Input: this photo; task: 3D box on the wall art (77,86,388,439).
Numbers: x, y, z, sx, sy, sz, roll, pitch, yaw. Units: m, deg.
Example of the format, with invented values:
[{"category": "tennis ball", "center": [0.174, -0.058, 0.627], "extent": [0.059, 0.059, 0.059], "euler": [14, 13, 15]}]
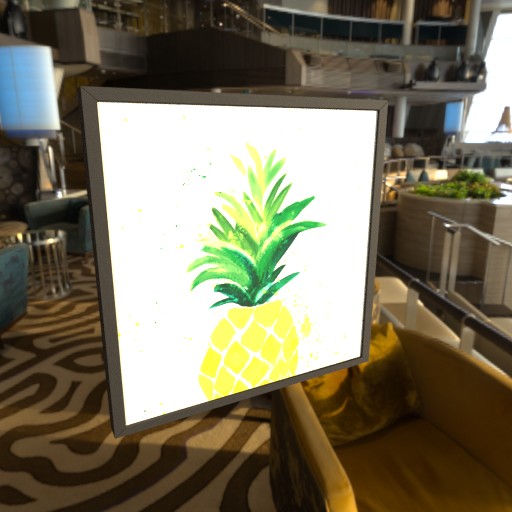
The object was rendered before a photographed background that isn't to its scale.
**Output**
[{"category": "wall art", "center": [0.000, 0.000, 0.742], "extent": [0.508, 0.507, 0.033], "euler": [-8, 17, -27]}]
